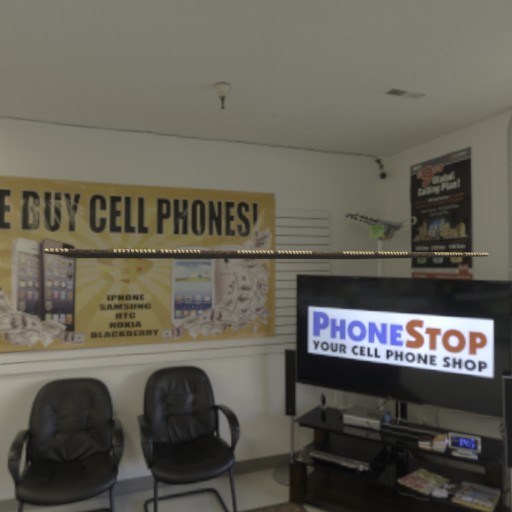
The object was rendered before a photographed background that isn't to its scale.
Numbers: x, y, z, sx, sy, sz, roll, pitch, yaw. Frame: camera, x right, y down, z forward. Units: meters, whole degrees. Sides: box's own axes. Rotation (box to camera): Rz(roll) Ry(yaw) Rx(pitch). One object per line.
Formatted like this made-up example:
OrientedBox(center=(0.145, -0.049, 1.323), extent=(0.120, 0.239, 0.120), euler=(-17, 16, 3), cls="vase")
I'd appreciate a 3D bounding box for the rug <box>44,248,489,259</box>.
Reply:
OrientedBox(center=(0.000, 0.000, 2.299), extent=(1.833, 0.016, 1.210), euler=(0, -1, -17), cls="rug")
